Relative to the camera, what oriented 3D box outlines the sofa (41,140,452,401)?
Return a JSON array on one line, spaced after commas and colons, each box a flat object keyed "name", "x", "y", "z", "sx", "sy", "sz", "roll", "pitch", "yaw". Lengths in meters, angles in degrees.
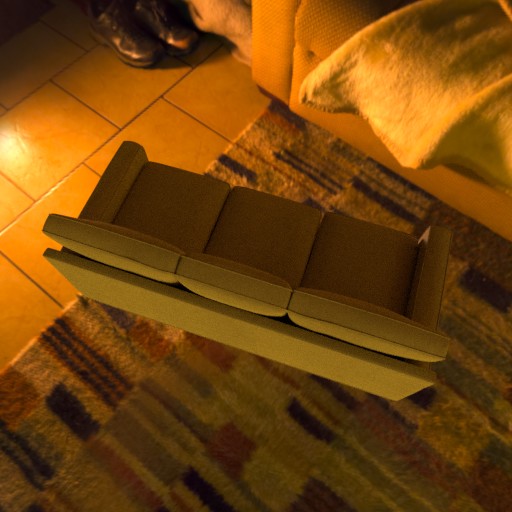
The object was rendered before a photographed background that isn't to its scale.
[{"name": "sofa", "x": 0.000, "y": 0.000, "z": 2.603, "sx": 2.093, "sy": 0.862, "sz": 0.936, "roll": 17, "pitch": 66, "yaw": 8}]
